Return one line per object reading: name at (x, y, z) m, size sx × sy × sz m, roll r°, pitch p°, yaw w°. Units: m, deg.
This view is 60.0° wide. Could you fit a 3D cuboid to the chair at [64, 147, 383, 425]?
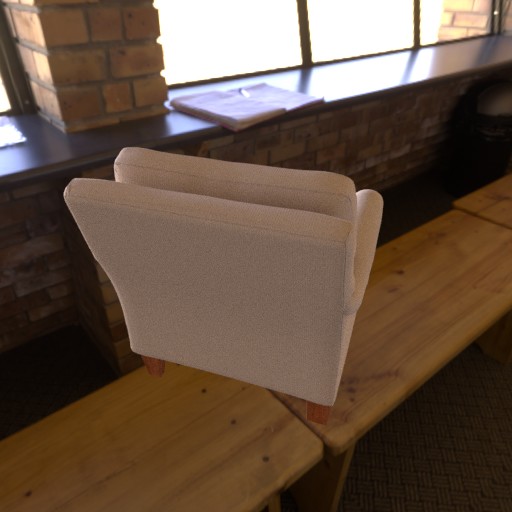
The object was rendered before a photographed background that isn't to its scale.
chair at (0.000, 0.000, 1.876) m, size 0.955 × 1.038 × 1.070 m, roll 11°, pitch 34°, yaw 16°
